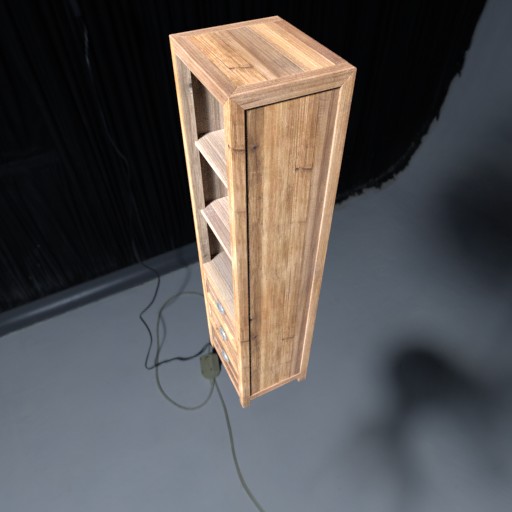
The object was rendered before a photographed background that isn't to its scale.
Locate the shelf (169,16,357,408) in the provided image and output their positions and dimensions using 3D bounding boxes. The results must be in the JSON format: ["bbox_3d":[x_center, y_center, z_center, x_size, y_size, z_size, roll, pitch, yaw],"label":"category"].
[{"bbox_3d":[0.000,0.000,2.101,0.428,1.900,0.500,-20,49,-18],"label":"shelf"}]
